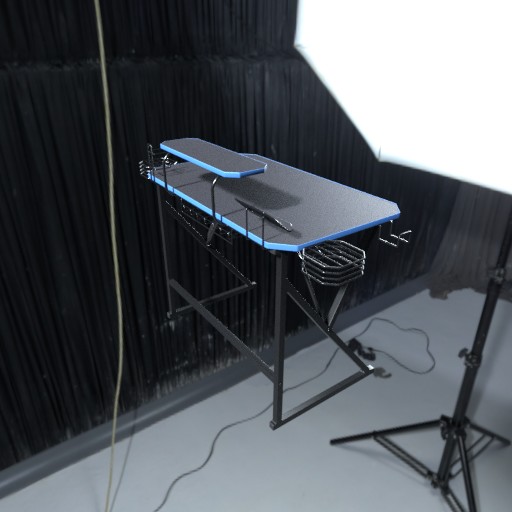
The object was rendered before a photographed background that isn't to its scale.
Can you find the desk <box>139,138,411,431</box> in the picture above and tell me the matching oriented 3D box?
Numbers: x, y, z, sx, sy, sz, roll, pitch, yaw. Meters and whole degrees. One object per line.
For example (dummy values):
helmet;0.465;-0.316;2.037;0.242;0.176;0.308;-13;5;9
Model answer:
desk;0.000;0.000;1.833;0.594;0.909;1.295;-18;32;-31
